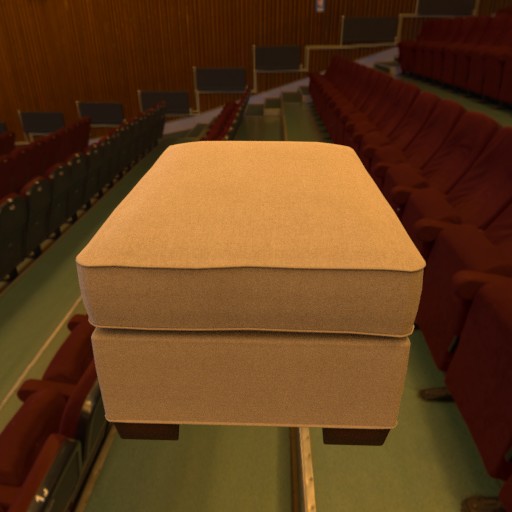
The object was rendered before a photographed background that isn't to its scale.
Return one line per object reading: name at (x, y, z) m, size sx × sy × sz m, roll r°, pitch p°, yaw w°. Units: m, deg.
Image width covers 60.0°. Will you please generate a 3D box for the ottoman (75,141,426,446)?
ottoman at (0.000, 0.000, 1.206) m, size 0.617 × 0.503 × 0.846 m, roll 1°, pitch 28°, yaw 2°
